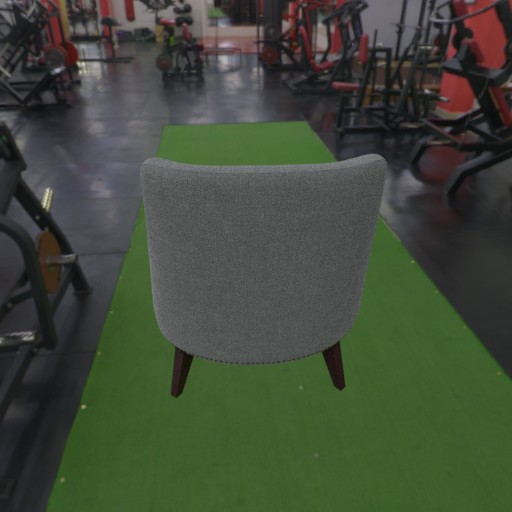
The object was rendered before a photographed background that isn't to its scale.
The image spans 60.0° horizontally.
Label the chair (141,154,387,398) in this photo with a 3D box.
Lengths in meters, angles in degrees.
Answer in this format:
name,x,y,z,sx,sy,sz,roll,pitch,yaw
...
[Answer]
name,x,y,z,sx,sy,sz,roll,pitch,yaw
chair,0.000,0.000,1.503,0.701,0.909,0.861,-2,30,-3
